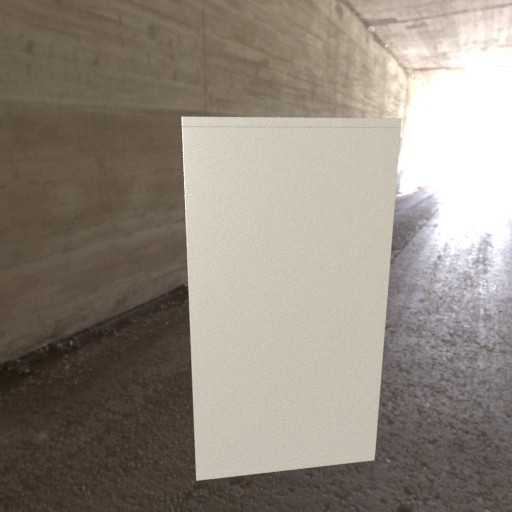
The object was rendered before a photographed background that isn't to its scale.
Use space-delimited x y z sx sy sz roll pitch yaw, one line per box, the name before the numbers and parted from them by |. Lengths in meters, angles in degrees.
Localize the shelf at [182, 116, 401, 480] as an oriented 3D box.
shelf | 0.000 0.000 1.298 0.396 0.732 0.895 -2 15 -9
